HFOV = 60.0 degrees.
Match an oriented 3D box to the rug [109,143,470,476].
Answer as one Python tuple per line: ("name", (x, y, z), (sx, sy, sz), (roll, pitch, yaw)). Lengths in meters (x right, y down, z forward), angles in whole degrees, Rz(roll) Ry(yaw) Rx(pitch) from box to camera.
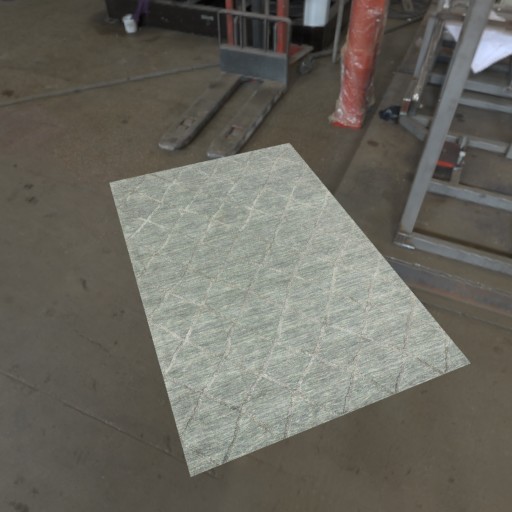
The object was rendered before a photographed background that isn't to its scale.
("rug", (0.000, 0.000, 2.873), (1.521, 0.006, 2.283), (-16, 48, -15))
